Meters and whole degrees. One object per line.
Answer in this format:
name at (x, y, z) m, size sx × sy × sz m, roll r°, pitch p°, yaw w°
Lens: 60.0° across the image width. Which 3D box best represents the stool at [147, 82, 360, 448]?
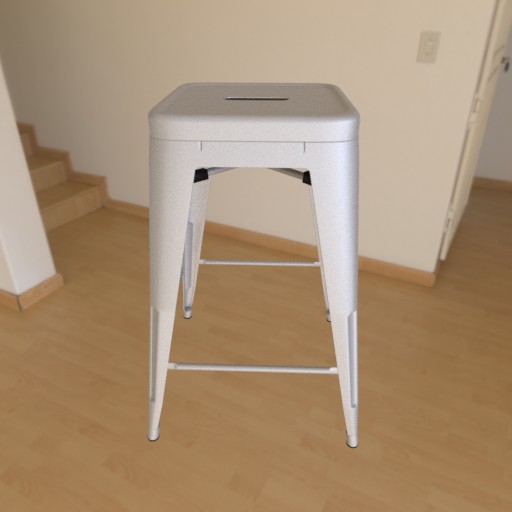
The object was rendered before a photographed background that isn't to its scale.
stool at (0.000, 0.000, 0.882) m, size 0.410 × 0.608 × 0.410 m, roll 1°, pitch 29°, yaw 2°
